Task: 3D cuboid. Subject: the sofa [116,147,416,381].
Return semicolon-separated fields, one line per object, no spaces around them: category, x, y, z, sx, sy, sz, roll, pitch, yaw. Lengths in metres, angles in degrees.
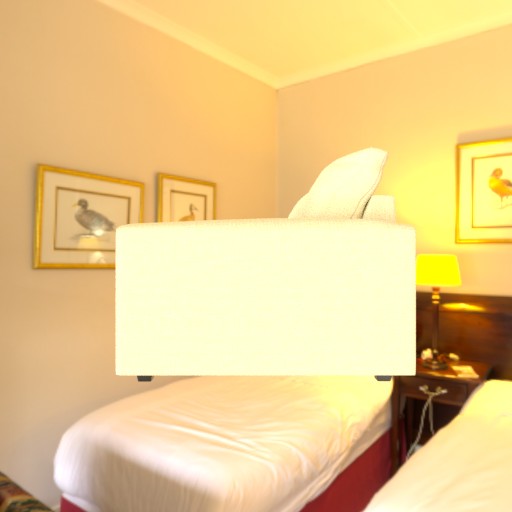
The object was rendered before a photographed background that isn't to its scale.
sofa;0.000;0.000;2.375;1.091;0.875;1.754;0;0;0
